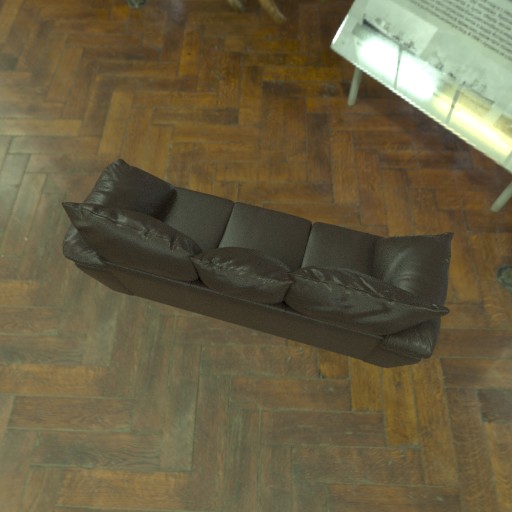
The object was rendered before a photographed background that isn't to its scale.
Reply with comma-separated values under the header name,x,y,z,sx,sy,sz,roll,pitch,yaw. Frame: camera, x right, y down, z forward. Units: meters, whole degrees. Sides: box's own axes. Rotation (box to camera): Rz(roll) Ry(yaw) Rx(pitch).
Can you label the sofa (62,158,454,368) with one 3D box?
name,x,y,z,sx,sy,sz,roll,pitch,yaw
sofa,0.000,0.000,2.951,2.390,1.091,0.907,15,63,8
